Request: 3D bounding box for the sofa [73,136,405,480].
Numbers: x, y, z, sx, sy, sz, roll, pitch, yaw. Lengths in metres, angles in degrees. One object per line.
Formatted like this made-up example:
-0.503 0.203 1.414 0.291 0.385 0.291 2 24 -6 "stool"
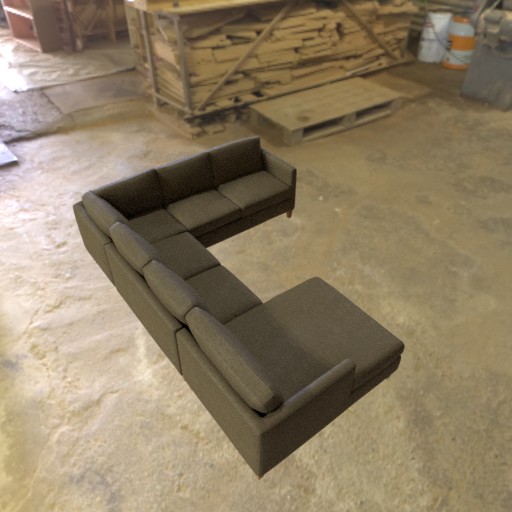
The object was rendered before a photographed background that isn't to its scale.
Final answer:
0.000 0.000 4.646 2.594 0.961 3.460 -26 46 -28 "sofa"
